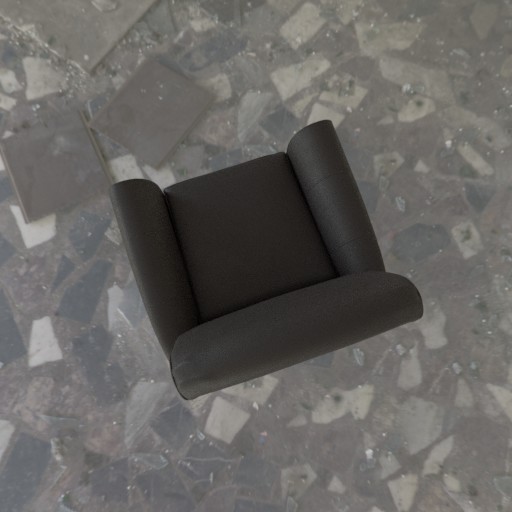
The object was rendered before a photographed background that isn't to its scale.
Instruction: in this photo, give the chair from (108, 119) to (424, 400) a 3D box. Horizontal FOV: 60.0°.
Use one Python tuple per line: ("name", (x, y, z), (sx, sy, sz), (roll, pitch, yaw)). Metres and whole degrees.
("chair", (0.000, 0.000, 1.798), (0.978, 1.061, 0.902), (-18, 76, -5))
